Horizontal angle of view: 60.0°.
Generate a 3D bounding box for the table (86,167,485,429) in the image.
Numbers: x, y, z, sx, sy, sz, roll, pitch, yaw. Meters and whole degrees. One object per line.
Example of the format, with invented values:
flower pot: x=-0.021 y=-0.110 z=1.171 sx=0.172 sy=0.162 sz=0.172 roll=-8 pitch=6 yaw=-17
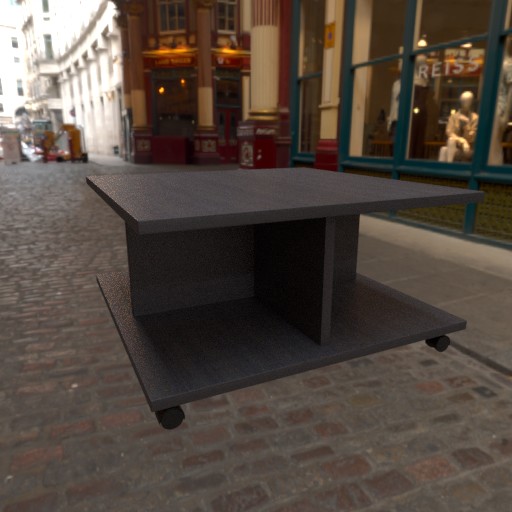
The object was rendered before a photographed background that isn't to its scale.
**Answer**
table: x=0.000 y=0.000 z=1.207 sx=0.762 sy=0.396 sz=0.762 roll=-7 pitch=17 yaw=-25
